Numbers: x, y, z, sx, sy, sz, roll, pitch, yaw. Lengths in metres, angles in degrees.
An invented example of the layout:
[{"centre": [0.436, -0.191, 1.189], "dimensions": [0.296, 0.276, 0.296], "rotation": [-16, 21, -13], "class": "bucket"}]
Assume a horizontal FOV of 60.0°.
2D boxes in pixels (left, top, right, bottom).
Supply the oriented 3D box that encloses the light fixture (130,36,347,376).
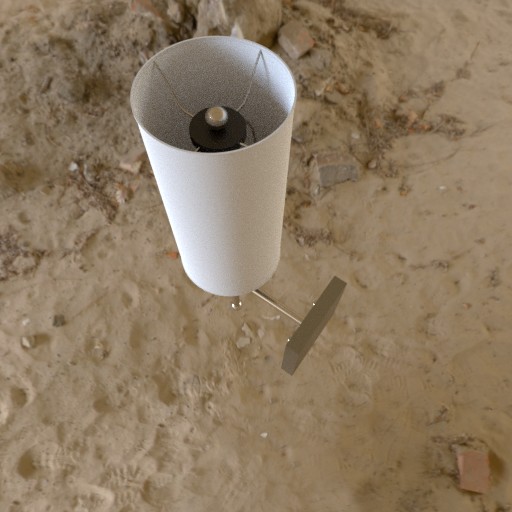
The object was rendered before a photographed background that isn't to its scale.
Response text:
[{"centre": [0.000, 0.000, 0.535], "dimensions": [0.208, 0.462, 0.128], "rotation": [32, 67, 16], "class": "light fixture"}]
